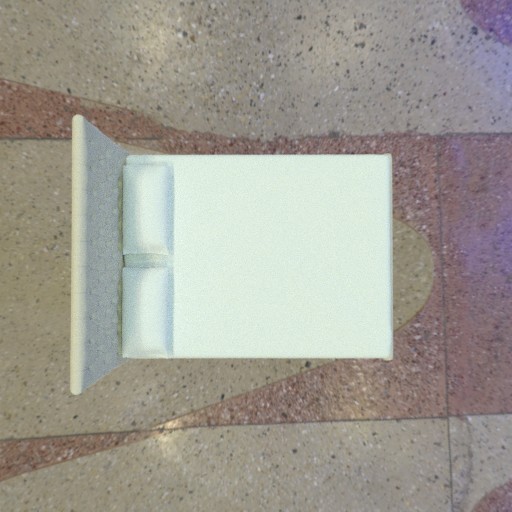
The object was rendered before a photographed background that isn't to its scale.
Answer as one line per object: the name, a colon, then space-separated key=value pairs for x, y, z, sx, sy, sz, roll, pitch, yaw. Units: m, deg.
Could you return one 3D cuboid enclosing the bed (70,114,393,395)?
bed: x=0.000 y=0.000 z=3.341 sx=2.233 sy=1.426 sz=1.696 roll=0 pitch=89 yaw=0
